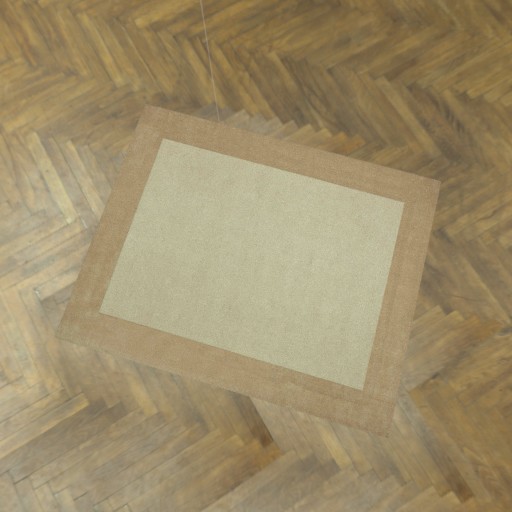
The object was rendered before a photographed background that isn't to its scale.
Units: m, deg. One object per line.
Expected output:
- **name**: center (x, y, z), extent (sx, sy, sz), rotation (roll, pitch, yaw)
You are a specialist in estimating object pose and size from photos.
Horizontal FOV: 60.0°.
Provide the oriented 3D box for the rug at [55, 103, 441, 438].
- **rug**: center (0.000, 0.000, 4.134), extent (3.048, 0.014, 2.438), rotation (16, 77, 4)
